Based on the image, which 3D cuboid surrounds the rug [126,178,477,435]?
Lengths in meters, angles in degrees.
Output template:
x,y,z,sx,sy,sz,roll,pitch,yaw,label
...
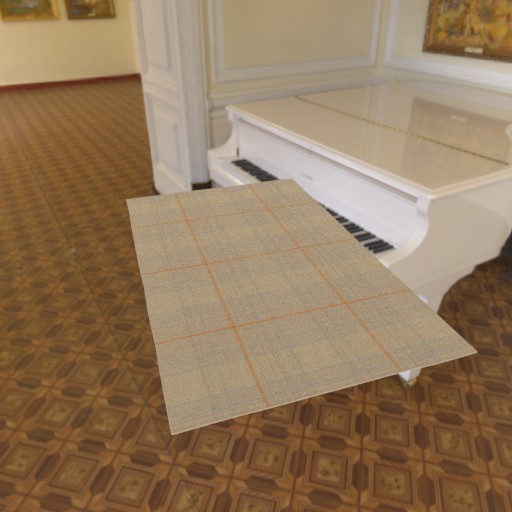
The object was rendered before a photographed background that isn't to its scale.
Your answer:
x,y,z,sx,sy,sz,roll,pitch,yaw,label
0.000,0.000,2.994,1.527,0.016,2.442,-10,33,-15,rug
